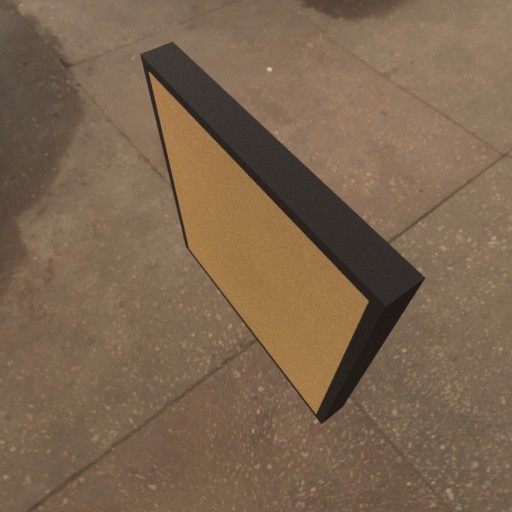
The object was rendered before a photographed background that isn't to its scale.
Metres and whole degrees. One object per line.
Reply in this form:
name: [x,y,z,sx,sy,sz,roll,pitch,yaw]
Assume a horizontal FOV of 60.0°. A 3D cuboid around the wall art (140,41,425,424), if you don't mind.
wall art: [0.000,0.000,0.457,0.033,0.304,0.305,-31,62,-18]
